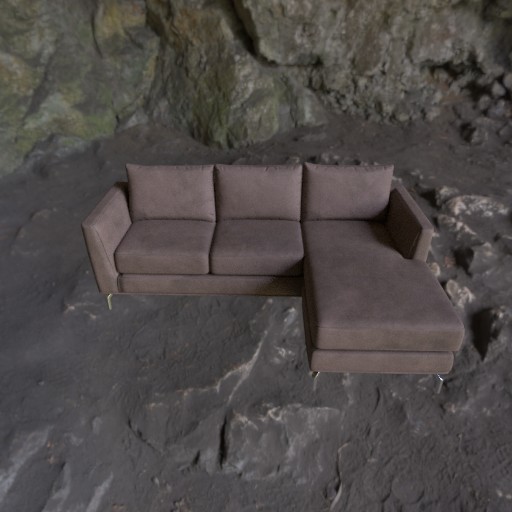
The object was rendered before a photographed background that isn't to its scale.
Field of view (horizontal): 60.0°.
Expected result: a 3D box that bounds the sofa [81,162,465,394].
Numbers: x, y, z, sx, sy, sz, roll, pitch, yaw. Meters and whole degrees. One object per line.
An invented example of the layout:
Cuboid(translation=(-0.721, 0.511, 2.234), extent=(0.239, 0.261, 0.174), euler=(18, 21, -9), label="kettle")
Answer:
Cuboid(translation=(0.000, 0.000, 3.188), extent=(2.438, 0.987, 1.622), euler=(1, 30, 1), label="sofa")
